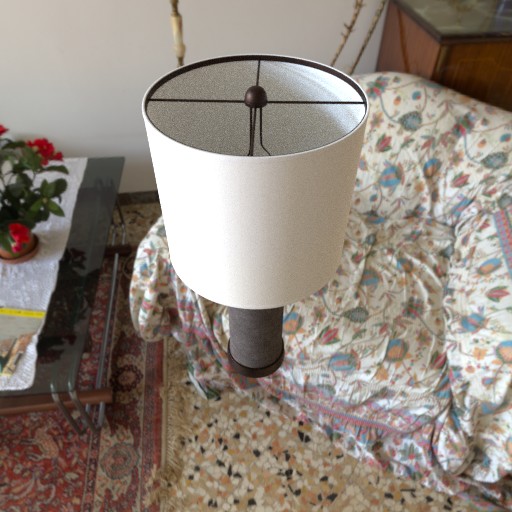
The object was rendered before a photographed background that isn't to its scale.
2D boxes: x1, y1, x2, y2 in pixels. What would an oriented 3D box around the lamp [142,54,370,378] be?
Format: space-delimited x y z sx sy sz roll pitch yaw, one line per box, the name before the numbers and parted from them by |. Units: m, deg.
lamp | 0.000 0.000 0.806 0.301 0.630 0.301 -33 54 -29
